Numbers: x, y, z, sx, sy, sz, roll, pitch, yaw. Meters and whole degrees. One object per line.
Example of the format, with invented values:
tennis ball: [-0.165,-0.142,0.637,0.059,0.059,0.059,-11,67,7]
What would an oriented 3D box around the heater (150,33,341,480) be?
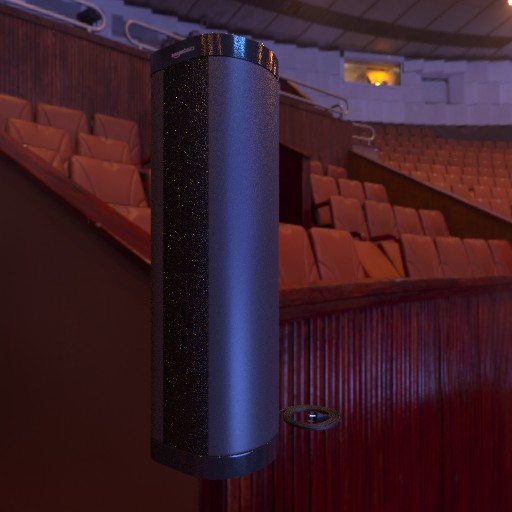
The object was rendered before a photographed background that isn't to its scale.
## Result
heater: [0.000,0.000,0.688,0.174,0.552,0.312,0,0,36]
